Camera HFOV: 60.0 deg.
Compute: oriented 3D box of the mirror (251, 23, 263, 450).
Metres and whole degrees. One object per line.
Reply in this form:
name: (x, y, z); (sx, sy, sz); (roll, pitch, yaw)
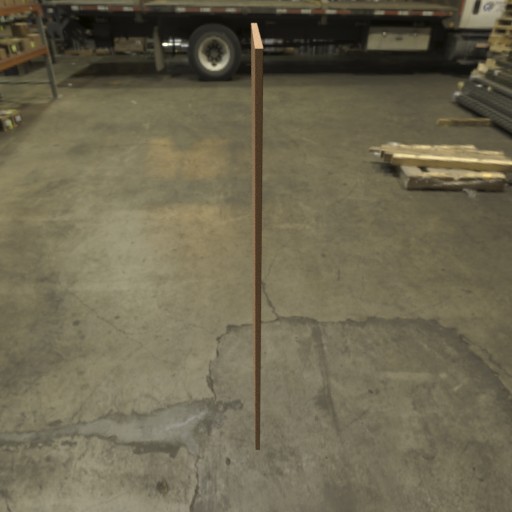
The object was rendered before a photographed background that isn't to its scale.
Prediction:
mirror: (0.000, 0.000, 2.251); (0.026, 2.031, 0.812); (-1, 33, -1)
